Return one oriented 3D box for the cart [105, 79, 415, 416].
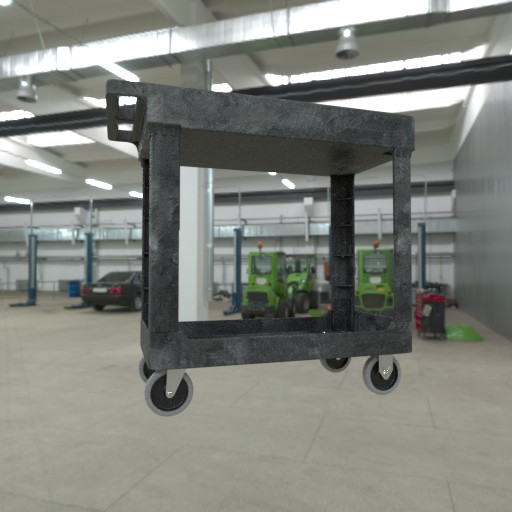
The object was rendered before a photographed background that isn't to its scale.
[{"bbox_3d":[0.000,0.000,1.362,0.877,0.824,0.420,0,-2,-18],"label":"cart"}]
